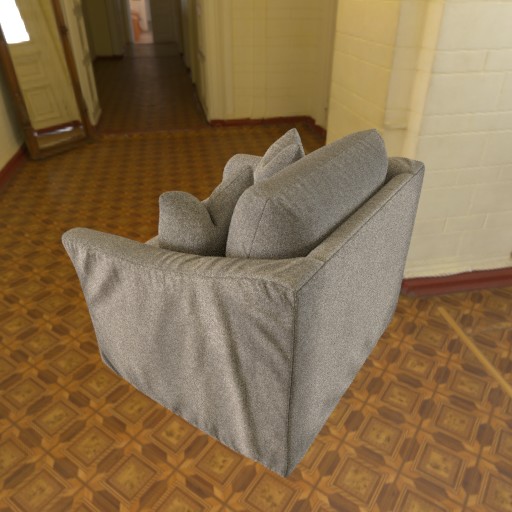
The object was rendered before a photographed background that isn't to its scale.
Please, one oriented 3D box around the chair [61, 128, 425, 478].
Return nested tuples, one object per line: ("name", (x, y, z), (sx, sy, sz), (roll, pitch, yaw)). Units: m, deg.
("chair", (0.000, 0.000, 1.997), (1.071, 1.059, 1.194), (20, 37, 29))
